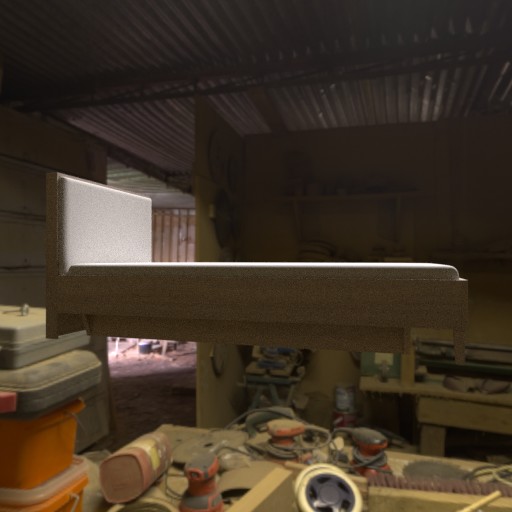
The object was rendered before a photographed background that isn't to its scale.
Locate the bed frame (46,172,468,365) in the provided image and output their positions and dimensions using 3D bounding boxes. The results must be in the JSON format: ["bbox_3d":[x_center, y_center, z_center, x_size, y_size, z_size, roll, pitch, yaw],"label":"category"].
[{"bbox_3d":[0.000,0.000,2.628,2.140,0.920,0.990,0,0,17],"label":"bed frame"}]
